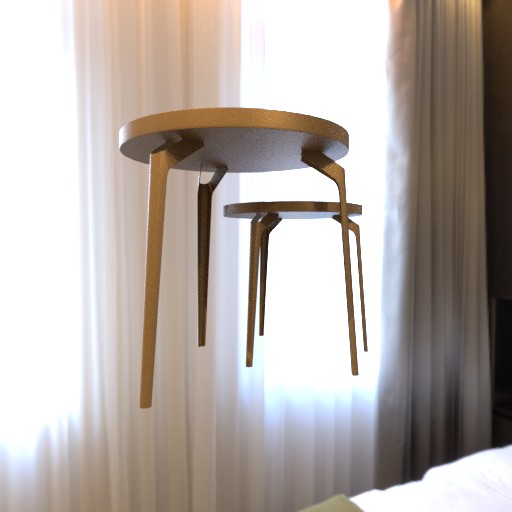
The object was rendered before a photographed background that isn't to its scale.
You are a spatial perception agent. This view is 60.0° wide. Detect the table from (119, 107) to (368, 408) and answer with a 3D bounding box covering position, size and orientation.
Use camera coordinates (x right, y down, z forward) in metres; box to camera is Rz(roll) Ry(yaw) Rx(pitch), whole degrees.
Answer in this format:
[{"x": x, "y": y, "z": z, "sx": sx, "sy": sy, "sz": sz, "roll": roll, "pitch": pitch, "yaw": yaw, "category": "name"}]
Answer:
[{"x": 0.000, "y": 0.000, "z": 1.135, "sx": 0.532, "sy": 0.555, "sz": 0.751, "roll": 1, "pitch": 2, "yaw": 35, "category": "table"}]
